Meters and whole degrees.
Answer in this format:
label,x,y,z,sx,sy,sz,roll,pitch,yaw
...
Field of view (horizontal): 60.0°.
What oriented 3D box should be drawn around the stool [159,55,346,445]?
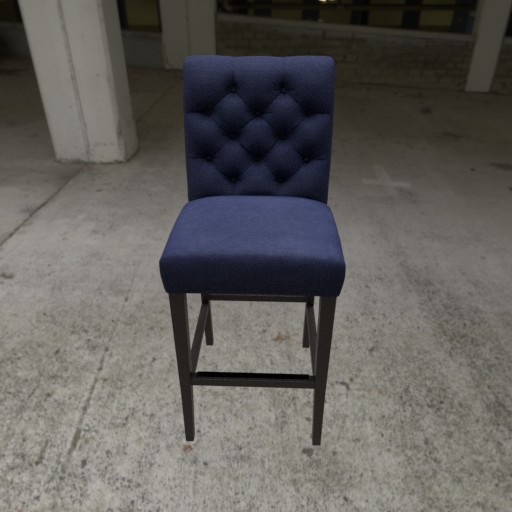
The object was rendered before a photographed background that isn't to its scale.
label,x,y,z,sx,sy,sz,roll,pitch,yaw
stool,0.000,0.000,1.444,0.493,1.140,0.601,1,31,2
